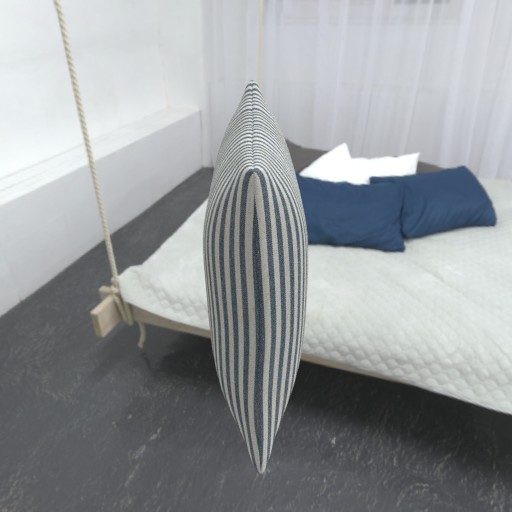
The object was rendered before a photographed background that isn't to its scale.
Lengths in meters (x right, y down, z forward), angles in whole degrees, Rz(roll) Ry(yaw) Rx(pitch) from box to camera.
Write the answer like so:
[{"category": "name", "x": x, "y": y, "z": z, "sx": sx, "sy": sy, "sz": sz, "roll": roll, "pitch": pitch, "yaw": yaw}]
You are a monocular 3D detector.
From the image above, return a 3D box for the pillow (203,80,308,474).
[{"category": "pillow", "x": 0.000, "y": 0.000, "z": 0.799, "sx": 0.166, "sy": 0.510, "sz": 0.523, "roll": 0, "pitch": 31, "yaw": 0}]
